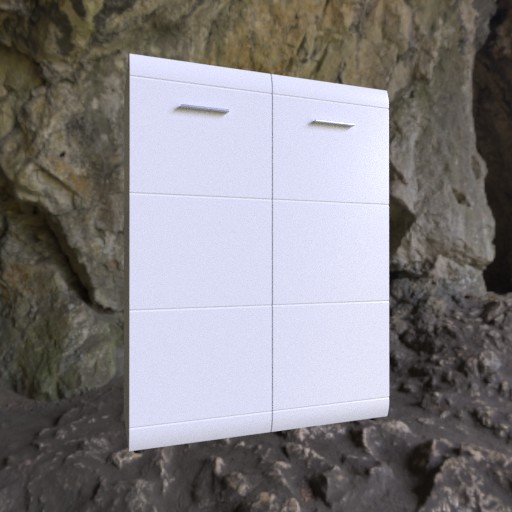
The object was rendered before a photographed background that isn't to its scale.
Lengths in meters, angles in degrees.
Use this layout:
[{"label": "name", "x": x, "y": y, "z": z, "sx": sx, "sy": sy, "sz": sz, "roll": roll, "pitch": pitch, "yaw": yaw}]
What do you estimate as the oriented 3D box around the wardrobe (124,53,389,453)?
[{"label": "wardrobe", "x": 0.000, "y": 0.000, "z": 1.602, "sx": 0.900, "sy": 1.200, "sz": 0.360, "roll": 0, "pitch": 0, "yaw": -19}]
